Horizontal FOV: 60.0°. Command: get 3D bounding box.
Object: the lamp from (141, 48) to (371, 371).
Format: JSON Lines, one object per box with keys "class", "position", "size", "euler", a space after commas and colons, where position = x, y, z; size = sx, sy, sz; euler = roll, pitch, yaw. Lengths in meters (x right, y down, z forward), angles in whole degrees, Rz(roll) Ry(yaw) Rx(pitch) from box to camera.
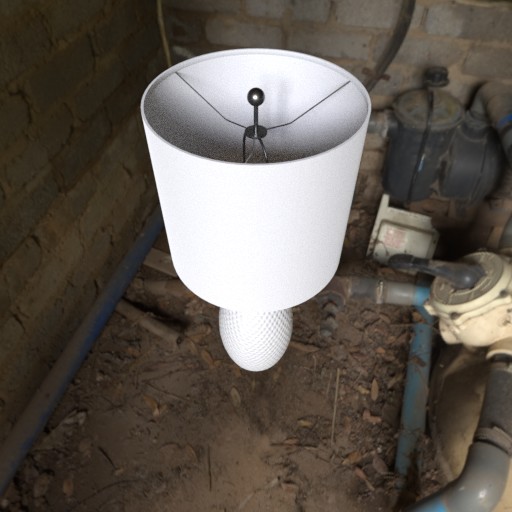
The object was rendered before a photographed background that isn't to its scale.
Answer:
{"class": "lamp", "position": [0.000, 0.000, 0.586], "size": [0.214, 0.466, 0.214], "euler": [-18, 50, -16]}
